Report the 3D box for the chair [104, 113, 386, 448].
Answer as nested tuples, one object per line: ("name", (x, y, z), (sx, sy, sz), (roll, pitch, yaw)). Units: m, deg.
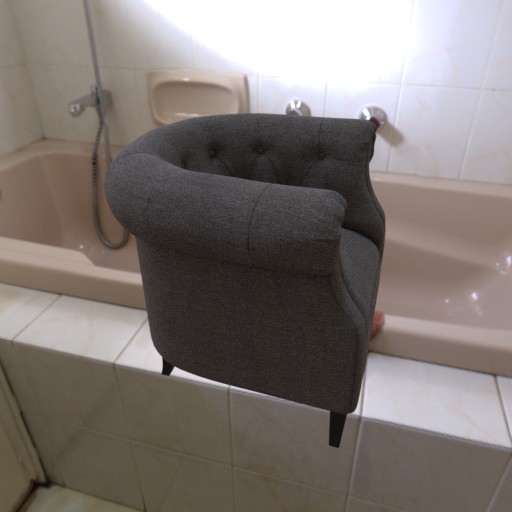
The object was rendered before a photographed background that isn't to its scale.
("chair", (0.000, 0.000, 1.554), (0.852, 0.827, 0.905), (10, 32, 16))
